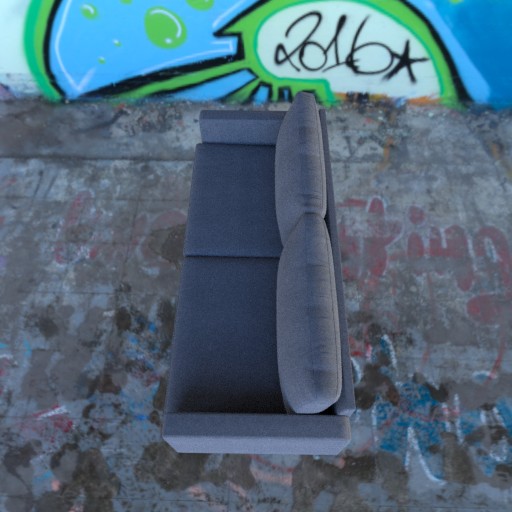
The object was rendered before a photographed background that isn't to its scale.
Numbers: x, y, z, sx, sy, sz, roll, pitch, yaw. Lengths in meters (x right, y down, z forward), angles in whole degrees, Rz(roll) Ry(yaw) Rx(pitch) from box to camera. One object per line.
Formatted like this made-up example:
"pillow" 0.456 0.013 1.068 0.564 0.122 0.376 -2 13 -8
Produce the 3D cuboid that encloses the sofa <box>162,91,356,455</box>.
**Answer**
"sofa" 0.000 0.000 2.632 0.880 0.880 2.100 1 58 0
